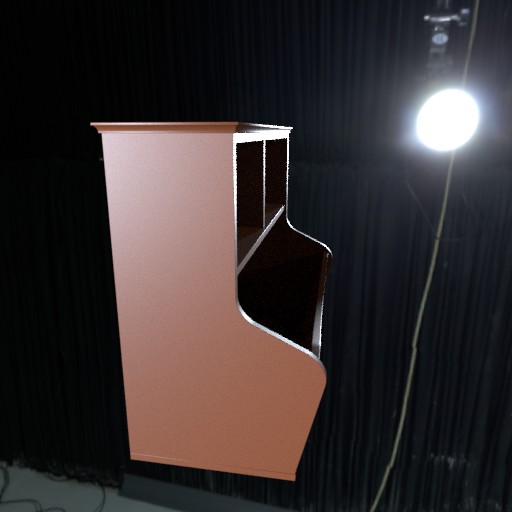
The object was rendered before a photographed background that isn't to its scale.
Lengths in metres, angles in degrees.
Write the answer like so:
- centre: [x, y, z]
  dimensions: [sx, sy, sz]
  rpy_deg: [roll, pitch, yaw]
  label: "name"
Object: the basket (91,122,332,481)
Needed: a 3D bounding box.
- centre: [0.000, 0.000, 1.109]
  dimensions: [0.376, 0.625, 0.792]
  rpy_deg: [3, 16, 10]
  label: "basket"
